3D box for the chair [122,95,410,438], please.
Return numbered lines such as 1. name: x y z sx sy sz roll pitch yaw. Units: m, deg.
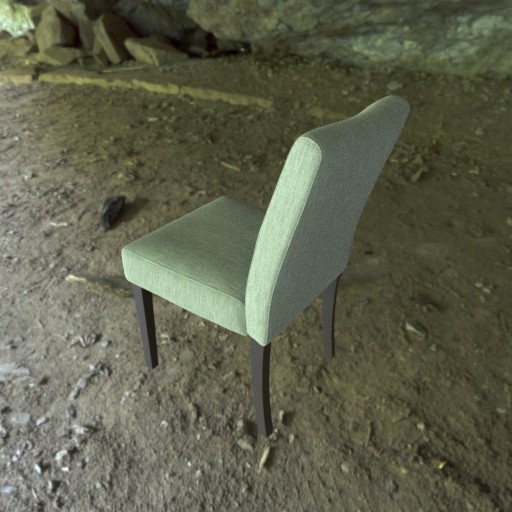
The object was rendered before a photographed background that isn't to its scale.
1. chair: 0.000 0.000 1.275 0.629 0.884 0.487 21 37 30
